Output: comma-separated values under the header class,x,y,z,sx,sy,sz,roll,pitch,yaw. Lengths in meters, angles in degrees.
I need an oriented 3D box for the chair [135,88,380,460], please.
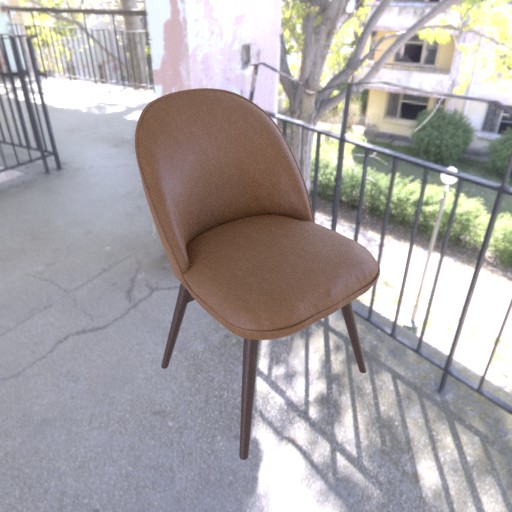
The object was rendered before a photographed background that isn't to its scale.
class,x,y,z,sx,sy,sz,roll,pitch,yaw
chair,0.000,0.000,1.282,0.521,0.831,0.631,-23,38,-33
